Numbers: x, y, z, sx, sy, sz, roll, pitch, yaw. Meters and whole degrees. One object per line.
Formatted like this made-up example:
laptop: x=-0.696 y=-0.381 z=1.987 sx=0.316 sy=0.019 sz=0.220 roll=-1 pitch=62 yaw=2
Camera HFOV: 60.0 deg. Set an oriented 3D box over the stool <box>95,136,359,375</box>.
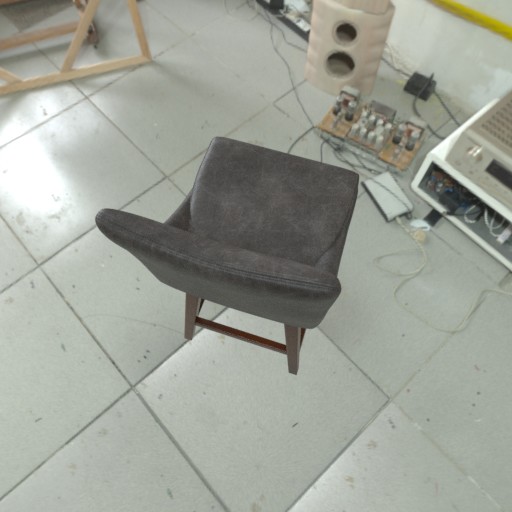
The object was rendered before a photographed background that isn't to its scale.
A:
stool: x=0.000 y=0.000 z=1.363 sx=0.492 sy=1.046 sz=0.587 roll=17 pitch=66 yaw=8
